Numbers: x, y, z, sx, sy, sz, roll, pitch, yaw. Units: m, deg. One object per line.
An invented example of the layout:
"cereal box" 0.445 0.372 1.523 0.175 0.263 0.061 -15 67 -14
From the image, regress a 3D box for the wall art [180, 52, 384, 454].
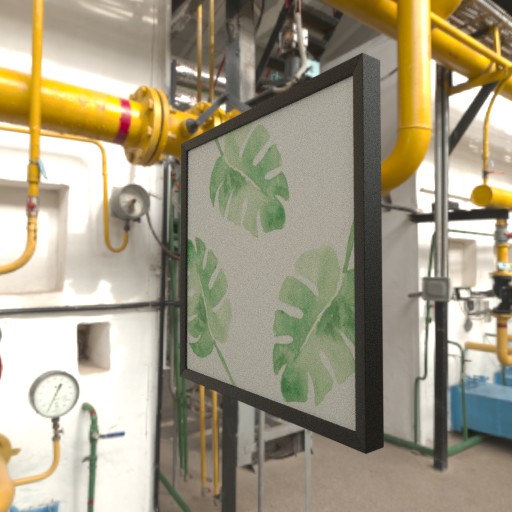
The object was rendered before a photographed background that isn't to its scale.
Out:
"wall art" 0.000 0.000 0.773 0.036 0.508 0.508 1 -2 -36
